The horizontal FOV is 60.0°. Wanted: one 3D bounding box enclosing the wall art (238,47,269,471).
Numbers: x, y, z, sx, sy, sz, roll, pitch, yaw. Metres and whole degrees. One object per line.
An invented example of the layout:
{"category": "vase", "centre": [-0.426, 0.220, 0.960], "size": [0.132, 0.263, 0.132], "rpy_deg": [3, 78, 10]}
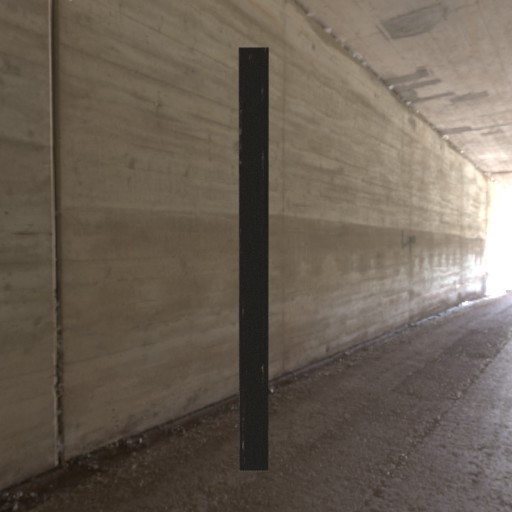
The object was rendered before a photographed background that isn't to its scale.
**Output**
{"category": "wall art", "centre": [0.000, 0.000, 0.780], "size": [0.036, 0.506, 0.506], "rpy_deg": [0, 2, 1]}
